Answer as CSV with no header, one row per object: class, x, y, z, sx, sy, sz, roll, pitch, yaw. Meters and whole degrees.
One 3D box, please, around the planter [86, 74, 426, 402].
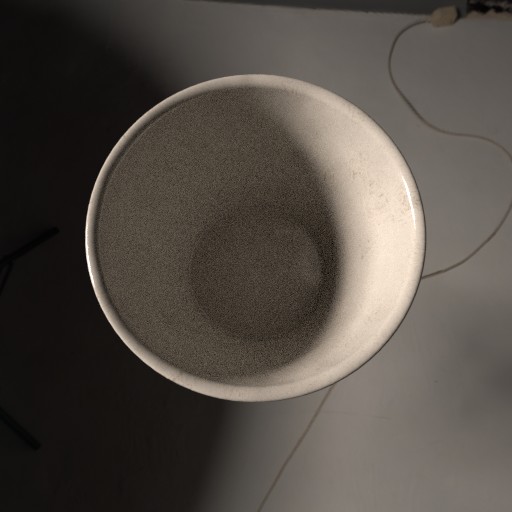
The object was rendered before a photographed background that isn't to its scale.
planter,0.000,0.000,0.445,0.260,0.220,0.260,0,77,0
